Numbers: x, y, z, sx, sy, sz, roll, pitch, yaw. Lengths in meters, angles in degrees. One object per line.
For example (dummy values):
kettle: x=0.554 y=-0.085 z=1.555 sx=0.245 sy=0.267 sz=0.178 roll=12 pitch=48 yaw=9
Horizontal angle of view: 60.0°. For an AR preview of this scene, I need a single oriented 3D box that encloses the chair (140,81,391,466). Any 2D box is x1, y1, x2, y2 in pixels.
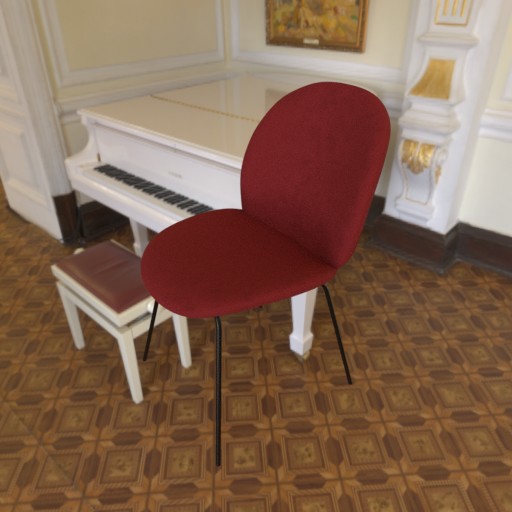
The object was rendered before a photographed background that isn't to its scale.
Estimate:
chair: x=0.000 y=0.000 z=1.160 sx=0.587 sy=0.791 sz=0.458 roll=-21 pitch=37 yaw=-30
